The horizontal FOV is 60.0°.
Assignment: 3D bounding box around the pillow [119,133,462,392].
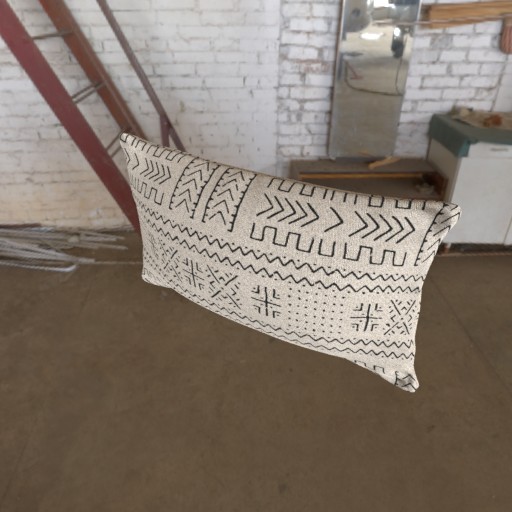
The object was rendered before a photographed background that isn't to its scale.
[{"bbox_3d":[0.000,0.000,0.802,0.637,0.352,0.188,18,36,27],"label":"pillow"}]
